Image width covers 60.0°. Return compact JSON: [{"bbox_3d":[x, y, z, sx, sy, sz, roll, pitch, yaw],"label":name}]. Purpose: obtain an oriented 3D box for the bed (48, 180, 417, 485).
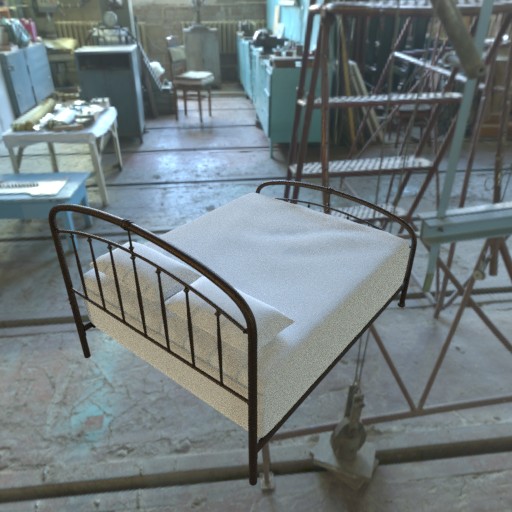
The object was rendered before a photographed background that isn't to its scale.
[{"bbox_3d":[0.000,0.000,3.338,1.711,1.425,2.180,22,37,32],"label":"bed"}]
